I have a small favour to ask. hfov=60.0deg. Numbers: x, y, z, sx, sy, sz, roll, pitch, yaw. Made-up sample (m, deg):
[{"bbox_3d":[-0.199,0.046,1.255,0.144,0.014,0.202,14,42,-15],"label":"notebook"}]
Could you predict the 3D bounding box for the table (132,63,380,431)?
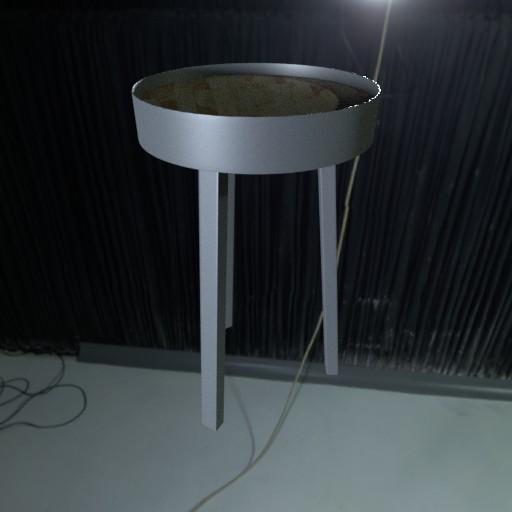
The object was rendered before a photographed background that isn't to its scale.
[{"bbox_3d":[0.000,0.000,0.928,0.406,0.686,0.406,1,33,1],"label":"table"}]
